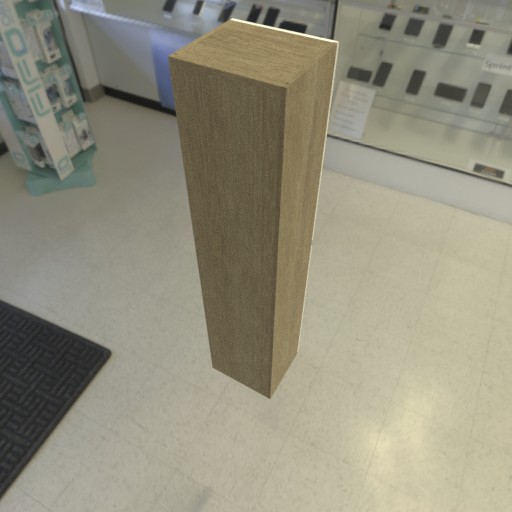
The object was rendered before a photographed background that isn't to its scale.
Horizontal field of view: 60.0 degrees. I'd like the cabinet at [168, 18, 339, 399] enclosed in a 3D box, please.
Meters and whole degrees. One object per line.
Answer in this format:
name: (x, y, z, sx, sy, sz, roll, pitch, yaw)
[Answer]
cabinet: (0.000, 0.000, 1.533, 0.300, 1.400, 0.270, 23, 51, 20)
